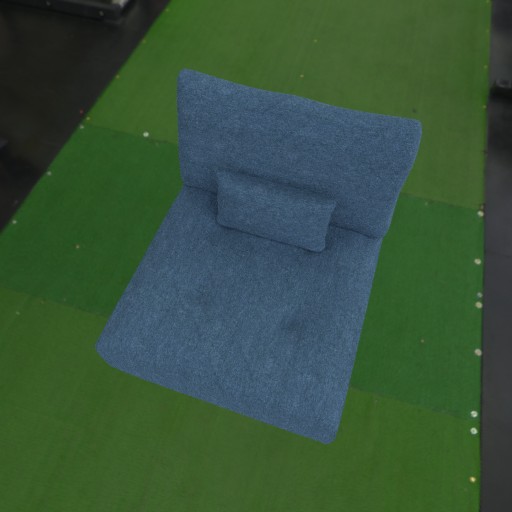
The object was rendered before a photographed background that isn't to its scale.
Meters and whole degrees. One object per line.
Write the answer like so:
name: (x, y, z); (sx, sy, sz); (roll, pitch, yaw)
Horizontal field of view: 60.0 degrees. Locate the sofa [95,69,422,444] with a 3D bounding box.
sofa: (0.000, 0.000, 1.695); (0.930, 0.820, 1.000); (16, 60, 10)
